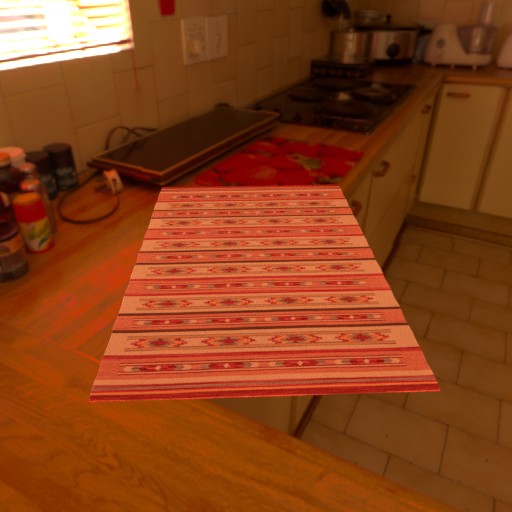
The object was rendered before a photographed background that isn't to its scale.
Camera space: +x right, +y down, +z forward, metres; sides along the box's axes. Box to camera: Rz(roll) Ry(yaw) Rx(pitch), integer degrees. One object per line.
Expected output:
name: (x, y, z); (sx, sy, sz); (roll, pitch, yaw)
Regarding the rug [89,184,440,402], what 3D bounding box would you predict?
rug: (0.000, 0.000, 2.293); (1.223, 0.008, 1.817); (-1, 32, -2)
